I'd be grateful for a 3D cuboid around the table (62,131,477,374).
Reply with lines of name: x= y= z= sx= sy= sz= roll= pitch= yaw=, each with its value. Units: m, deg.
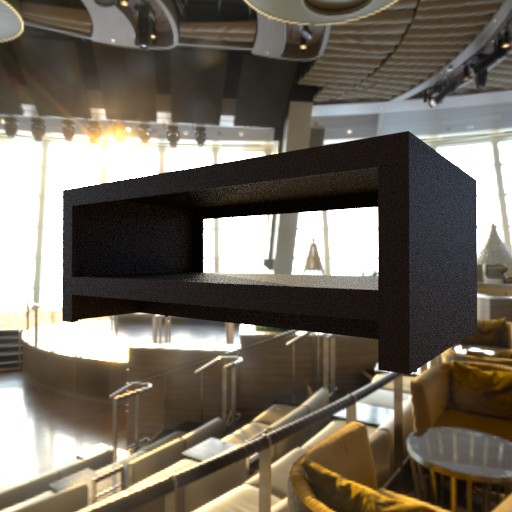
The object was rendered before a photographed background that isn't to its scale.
table: x=0.000 y=0.000 z=1.330 sx=1.099 sy=0.424 sz=0.597 roll=0 pitch=0 yaw=37
